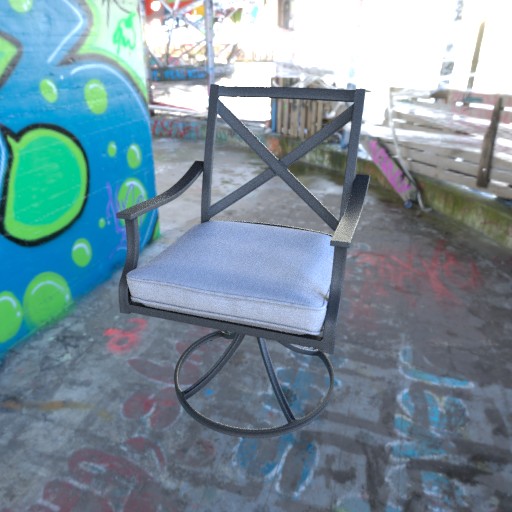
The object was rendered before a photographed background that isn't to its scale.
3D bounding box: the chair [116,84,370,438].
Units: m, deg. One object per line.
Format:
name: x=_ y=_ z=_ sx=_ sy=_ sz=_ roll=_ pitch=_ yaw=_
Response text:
chair: x=0.000 y=0.000 z=1.310 sx=0.575 sy=0.889 sz=0.620 roll=8 pitch=27 yaw=16
